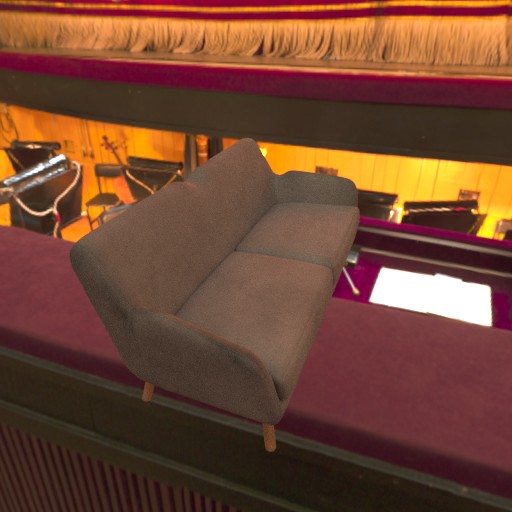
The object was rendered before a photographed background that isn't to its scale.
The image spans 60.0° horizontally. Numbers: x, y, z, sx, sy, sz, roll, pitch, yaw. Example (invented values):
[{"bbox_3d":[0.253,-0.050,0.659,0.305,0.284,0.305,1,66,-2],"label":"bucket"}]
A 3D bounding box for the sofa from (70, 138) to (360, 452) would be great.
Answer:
[{"bbox_3d":[0.000,0.000,2.328,0.850,0.810,1.870,10,30,18],"label":"sofa"}]
